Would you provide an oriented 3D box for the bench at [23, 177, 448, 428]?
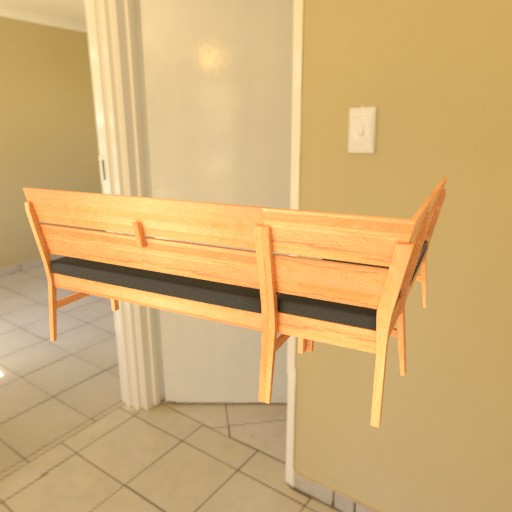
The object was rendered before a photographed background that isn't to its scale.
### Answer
[{"bbox_3d":[0.000,0.000,2.677,1.948,0.890,1.548,8,18,25],"label":"bench"}]
